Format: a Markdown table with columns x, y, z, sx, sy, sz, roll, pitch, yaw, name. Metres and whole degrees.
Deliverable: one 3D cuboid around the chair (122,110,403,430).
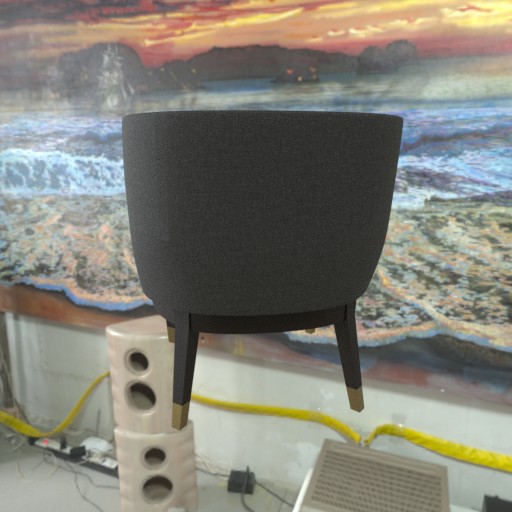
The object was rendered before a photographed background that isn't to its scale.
| x | y | z | sx | sy | sz | roll | pitch | yaw | name |
| --- | --- | --- | --- | --- | --- | --- | --- | --- | --- |
| 0.000 | 0.000 | 1.194 | 0.639 | 0.695 | 0.698 | -2 | 14 | -9 | chair |
